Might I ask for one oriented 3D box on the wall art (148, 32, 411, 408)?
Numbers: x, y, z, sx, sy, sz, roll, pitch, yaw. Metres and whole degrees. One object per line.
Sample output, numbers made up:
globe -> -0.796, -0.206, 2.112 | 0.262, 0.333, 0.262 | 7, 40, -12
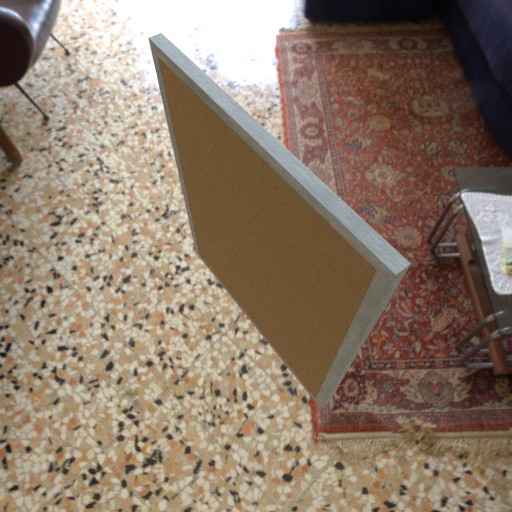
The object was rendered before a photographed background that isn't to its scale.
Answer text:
wall art -> 0.000, 0.000, 0.780 | 0.022, 0.582, 0.479 | -33, 64, -18
